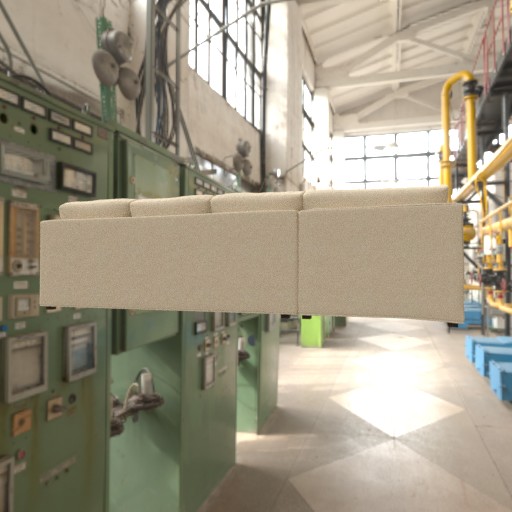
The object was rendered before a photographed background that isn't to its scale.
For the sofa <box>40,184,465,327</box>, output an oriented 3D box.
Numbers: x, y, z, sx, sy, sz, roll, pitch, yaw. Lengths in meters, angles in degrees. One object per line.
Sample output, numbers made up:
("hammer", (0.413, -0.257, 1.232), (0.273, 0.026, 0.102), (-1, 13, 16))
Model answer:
("sofa", (0.000, 0.000, 3.900), (3.205, 0.922, 1.650), (0, -2, 18))
